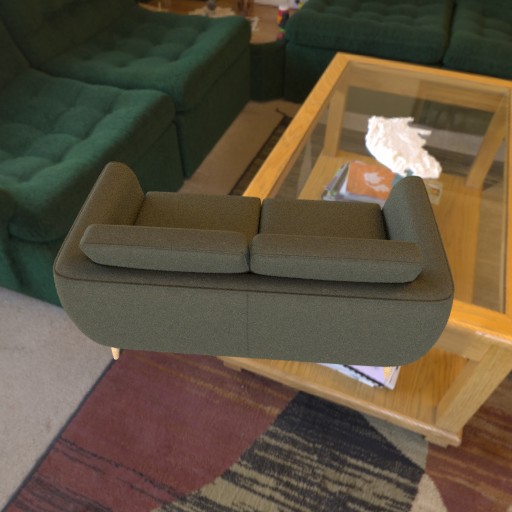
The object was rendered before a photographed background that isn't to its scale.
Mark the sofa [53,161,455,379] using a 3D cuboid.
[{"bbox_3d":[0.000,0.000,2.209,1.700,0.850,0.920,3,47,3],"label":"sofa"}]
